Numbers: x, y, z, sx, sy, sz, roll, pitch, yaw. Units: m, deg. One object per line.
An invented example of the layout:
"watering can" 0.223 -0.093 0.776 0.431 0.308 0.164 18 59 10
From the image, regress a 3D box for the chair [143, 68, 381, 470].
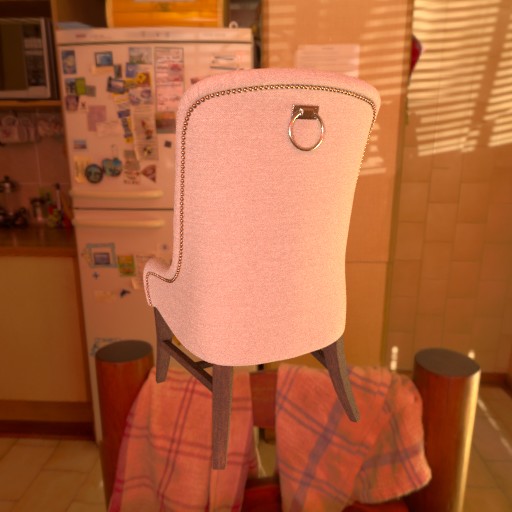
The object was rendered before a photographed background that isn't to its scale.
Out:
"chair" 0.000 0.000 1.481 0.634 1.091 0.629 -7 16 -26
